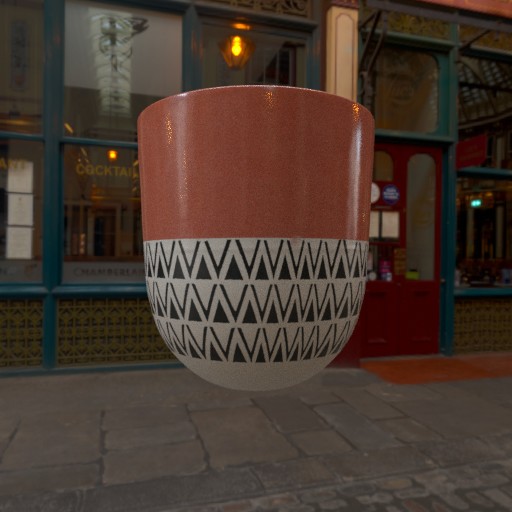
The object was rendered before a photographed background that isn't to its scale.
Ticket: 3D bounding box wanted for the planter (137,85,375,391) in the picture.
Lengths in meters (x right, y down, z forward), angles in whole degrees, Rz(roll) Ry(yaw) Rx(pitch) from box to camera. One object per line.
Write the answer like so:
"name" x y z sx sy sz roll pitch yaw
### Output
"planter" 0.000 0.000 0.375 0.195 0.214 0.195 0 -1 0
